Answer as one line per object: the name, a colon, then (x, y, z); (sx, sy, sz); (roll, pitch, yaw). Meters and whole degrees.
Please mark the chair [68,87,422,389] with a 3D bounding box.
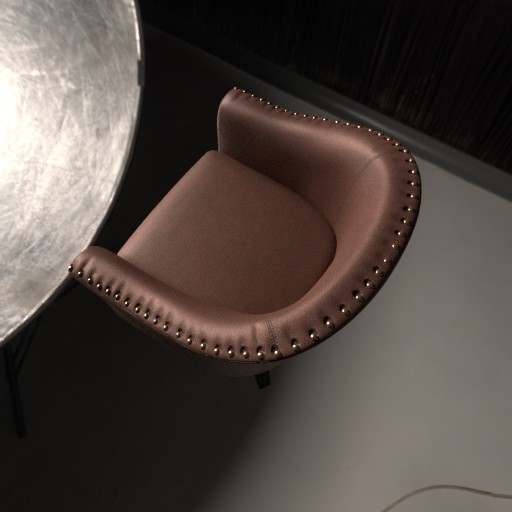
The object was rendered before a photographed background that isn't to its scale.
chair: (0.000, 0.000, 1.413); (0.748, 0.823, 0.794); (31, 68, 14)
